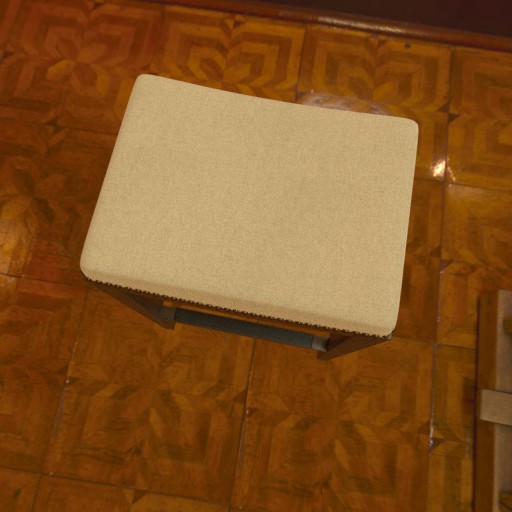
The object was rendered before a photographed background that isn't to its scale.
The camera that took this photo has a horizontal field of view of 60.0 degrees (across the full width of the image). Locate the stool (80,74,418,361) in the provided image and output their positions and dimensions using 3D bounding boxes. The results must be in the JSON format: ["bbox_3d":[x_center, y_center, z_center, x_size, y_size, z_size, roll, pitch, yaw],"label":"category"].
[{"bbox_3d":[0.000,0.000,1.023,0.498,0.759,0.358,11,75,3],"label":"stool"}]
